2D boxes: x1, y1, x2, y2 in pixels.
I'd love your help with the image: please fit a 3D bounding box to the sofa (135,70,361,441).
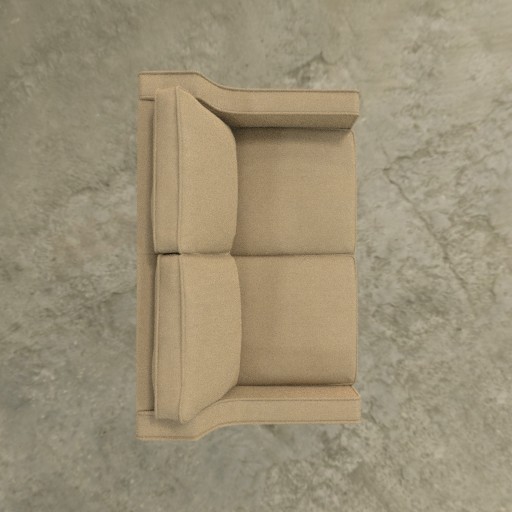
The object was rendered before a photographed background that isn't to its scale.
[{"bbox_3d":[0.000,0.000,2.139,0.987,0.971,1.501,0,89,0],"label":"sofa"}]
